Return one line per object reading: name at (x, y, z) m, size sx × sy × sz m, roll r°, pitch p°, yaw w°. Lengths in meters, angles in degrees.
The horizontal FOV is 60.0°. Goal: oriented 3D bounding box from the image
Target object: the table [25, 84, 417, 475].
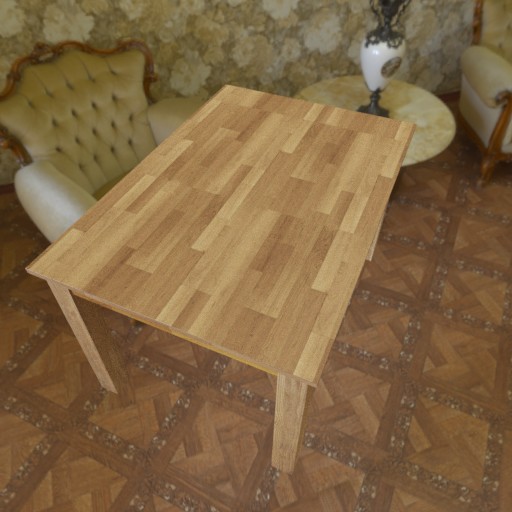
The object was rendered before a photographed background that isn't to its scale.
table at (0.000, 0.000, 1.852) m, size 0.900 × 0.750 × 1.300 m, roll 18°, pitch 49°, yaw 16°
